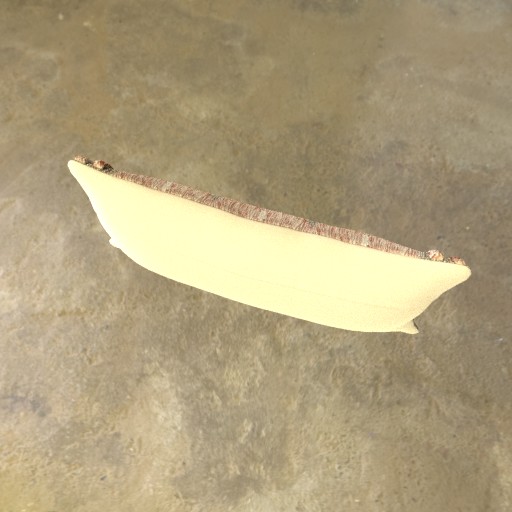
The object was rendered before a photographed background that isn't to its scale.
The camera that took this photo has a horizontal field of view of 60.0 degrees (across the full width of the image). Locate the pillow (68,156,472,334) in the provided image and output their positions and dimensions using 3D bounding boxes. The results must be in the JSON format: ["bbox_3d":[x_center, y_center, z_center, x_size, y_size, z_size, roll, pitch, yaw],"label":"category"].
[{"bbox_3d":[0.000,0.000,0.755,0.635,0.282,0.139,16,64,8],"label":"pillow"}]
